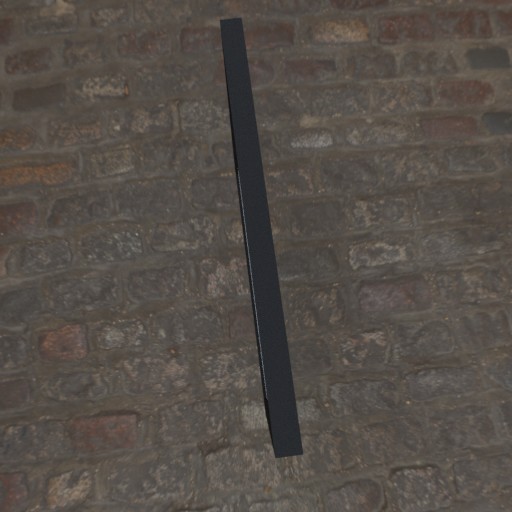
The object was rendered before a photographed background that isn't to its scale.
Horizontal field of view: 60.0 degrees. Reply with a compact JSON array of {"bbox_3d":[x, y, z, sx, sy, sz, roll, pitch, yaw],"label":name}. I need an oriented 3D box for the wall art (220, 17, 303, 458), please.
[{"bbox_3d":[0.000,0.000,0.760,0.031,0.457,0.558,-7,76,-2],"label":"wall art"}]
